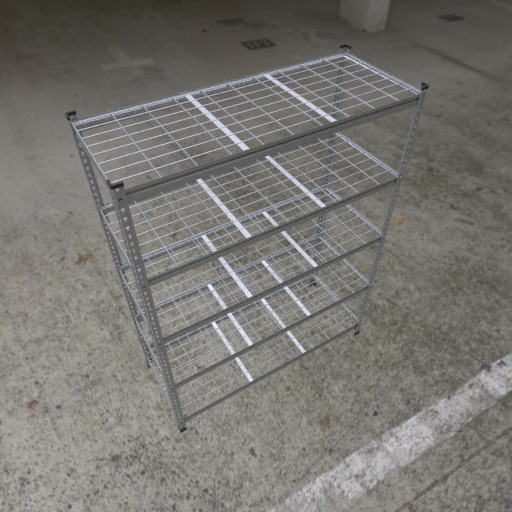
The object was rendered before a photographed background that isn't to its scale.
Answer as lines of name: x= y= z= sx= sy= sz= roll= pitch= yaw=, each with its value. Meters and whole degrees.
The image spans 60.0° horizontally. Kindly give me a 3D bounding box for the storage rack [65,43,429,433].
storage rack: x=0.000 y=0.000 z=2.664 sx=1.524 sy=1.981 sz=0.610 roll=-23 pitch=50 yaw=-21
